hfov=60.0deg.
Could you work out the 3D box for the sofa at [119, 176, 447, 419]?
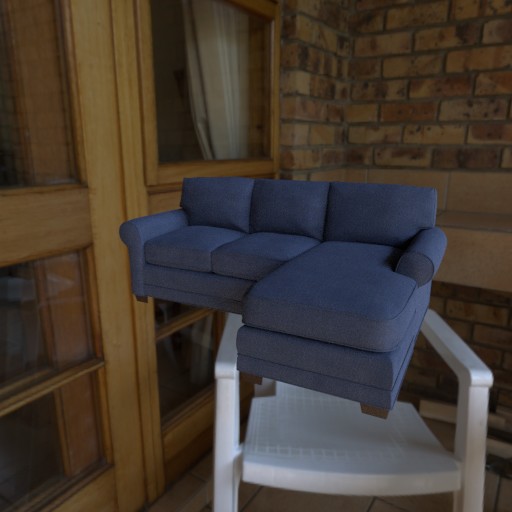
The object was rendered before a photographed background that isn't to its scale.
[{"bbox_3d":[0.000,0.000,3.379,2.567,1.063,1.780,7,16,26],"label":"sofa"}]
